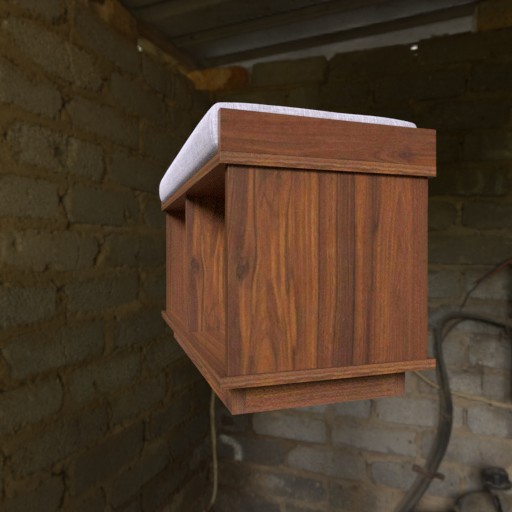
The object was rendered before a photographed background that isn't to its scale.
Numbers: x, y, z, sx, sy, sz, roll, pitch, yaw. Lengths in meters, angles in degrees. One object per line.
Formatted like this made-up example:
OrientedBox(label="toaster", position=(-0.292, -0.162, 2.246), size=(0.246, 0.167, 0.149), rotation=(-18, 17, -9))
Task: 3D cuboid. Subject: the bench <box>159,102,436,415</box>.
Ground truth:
OrientedBox(label="bench", position=(0.000, 0.000, 0.996), size=(0.362, 0.461, 0.734), rotation=(0, 0, -18))
